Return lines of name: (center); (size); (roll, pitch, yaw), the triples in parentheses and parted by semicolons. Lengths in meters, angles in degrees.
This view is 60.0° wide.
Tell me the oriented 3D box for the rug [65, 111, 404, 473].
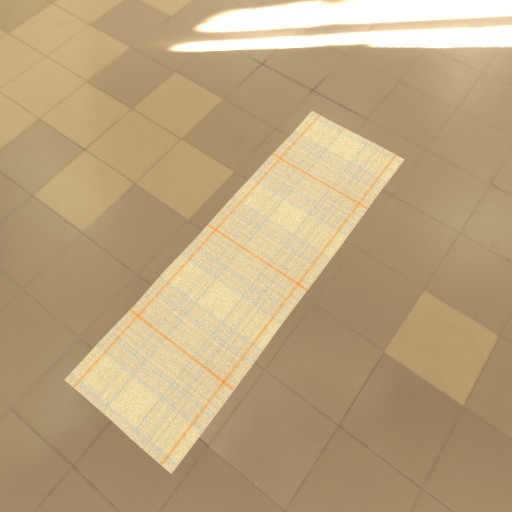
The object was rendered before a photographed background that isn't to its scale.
rug: (0.000, 0.000, 2.738); (0.770, 0.016, 2.442); (33, 68, 16)
